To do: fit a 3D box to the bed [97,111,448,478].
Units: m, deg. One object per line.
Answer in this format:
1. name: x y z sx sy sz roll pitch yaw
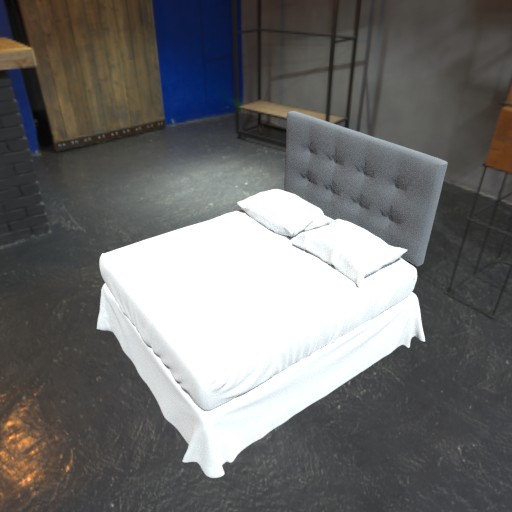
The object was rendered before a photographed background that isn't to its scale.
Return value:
1. bed: 0.000 0.000 3.448 2.222 1.577 1.936 -22 39 -30
